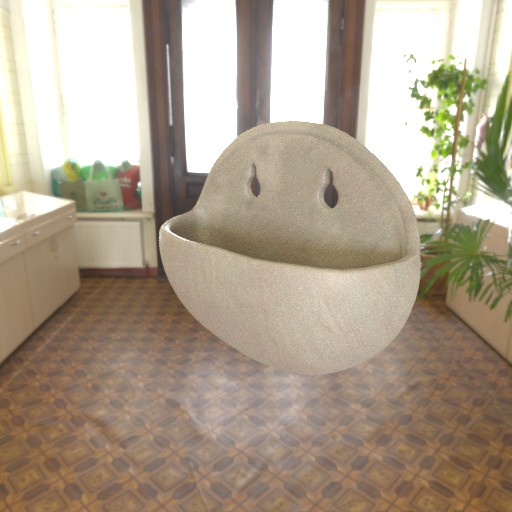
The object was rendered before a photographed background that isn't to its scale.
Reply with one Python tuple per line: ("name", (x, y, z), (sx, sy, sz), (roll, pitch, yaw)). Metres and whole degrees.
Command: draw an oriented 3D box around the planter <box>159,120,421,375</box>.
("planter", (0.000, 0.000, 0.278), (0.190, 0.164, 0.073), (15, 22, 42))
